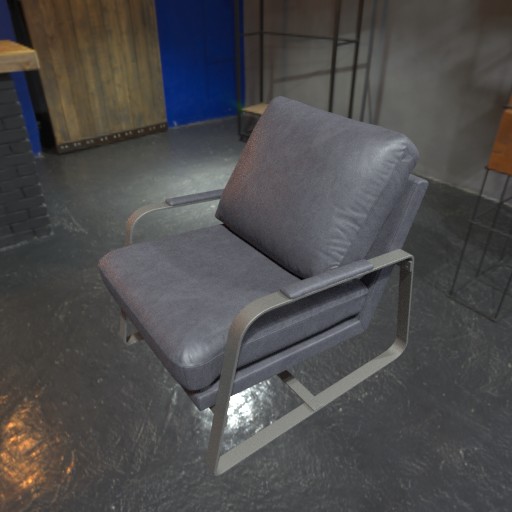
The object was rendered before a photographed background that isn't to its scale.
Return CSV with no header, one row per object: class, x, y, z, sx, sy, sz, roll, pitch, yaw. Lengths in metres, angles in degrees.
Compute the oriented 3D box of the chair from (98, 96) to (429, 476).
chair,0.000,0.000,1.453,0.878,0.839,0.692,-21,38,-30
